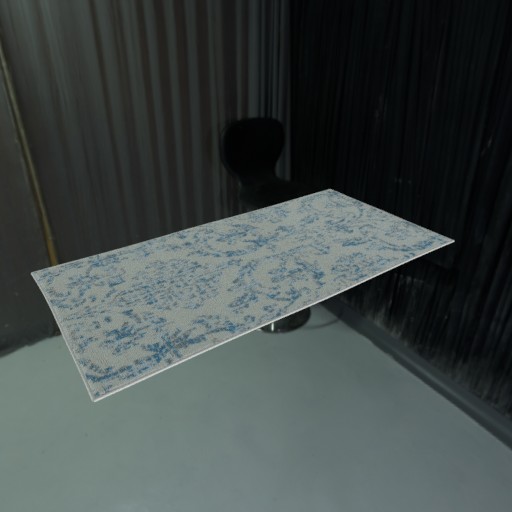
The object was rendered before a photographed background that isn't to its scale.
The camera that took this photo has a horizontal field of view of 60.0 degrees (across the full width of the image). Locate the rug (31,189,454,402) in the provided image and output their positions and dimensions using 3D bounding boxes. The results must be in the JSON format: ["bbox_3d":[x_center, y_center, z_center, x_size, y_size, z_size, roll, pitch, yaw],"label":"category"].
[{"bbox_3d":[0.000,0.000,1.406,1.220,0.007,0.605,-19,34,-30],"label":"rug"}]
